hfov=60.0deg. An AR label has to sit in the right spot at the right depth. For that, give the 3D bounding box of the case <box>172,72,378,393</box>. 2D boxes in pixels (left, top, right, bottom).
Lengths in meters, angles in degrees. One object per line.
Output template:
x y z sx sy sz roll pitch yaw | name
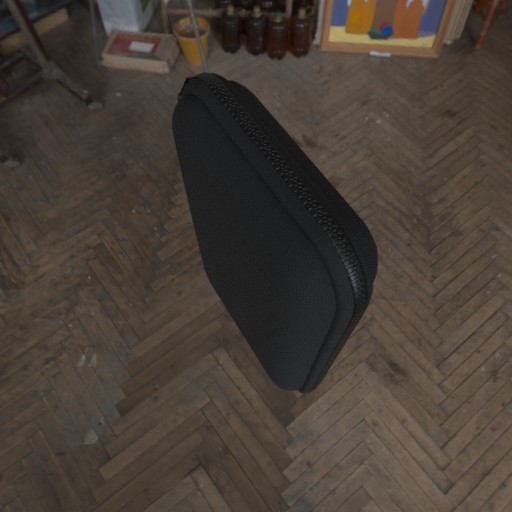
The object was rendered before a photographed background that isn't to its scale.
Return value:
0.000 0.000 0.188 0.030 0.147 0.107 -29 66 -14 | case
